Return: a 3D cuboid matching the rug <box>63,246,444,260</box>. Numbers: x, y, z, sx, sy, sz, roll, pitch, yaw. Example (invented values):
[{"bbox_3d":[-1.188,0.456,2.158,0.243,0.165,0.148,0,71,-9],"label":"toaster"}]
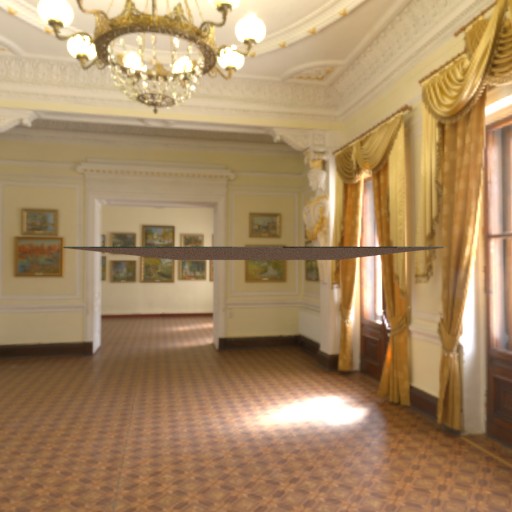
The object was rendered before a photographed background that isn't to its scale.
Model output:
[{"bbox_3d":[0.000,0.000,2.963,1.528,0.005,2.420,0,-2,0],"label":"rug"}]
